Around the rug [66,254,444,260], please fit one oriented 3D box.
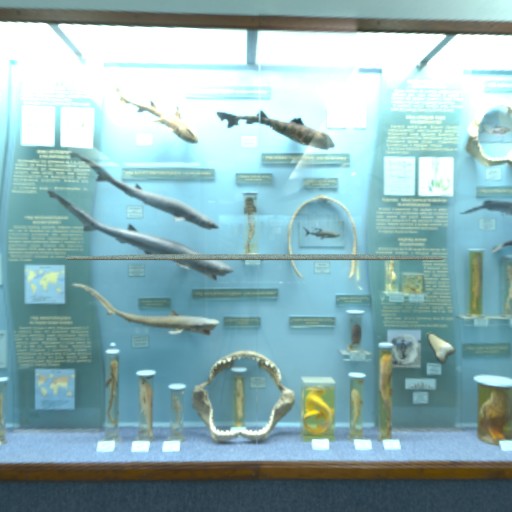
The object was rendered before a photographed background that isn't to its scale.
[{"bbox_3d":[0.000,0.000,2.334,1.224,0.016,1.830,0,0,0],"label":"rug"}]
